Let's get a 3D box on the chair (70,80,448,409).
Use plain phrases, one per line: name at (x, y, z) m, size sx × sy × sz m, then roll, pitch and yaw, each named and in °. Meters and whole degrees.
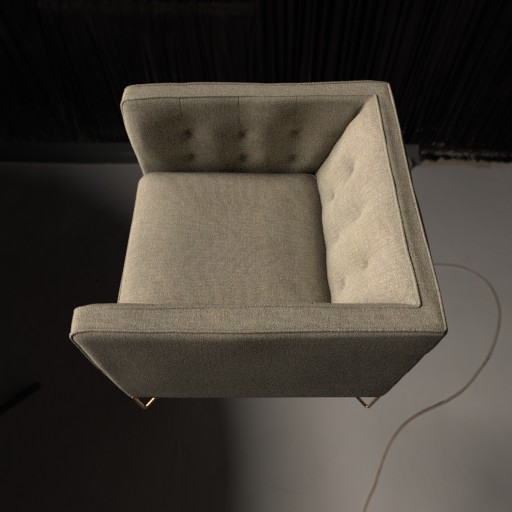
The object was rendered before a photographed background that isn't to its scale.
chair at (0.000, 0.000, 1.585) m, size 0.912 × 0.799 × 0.920 m, roll 0°, pitch 59°, yaw 0°
